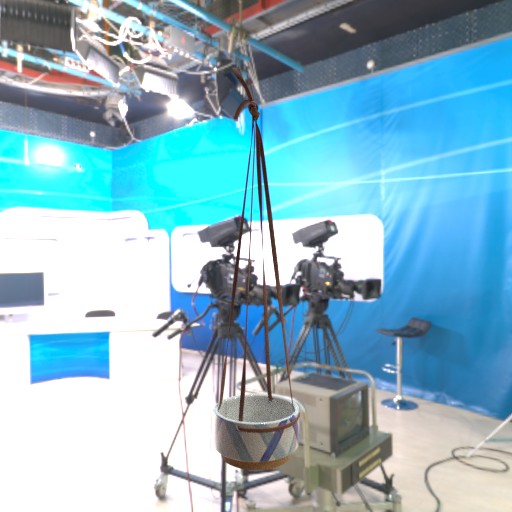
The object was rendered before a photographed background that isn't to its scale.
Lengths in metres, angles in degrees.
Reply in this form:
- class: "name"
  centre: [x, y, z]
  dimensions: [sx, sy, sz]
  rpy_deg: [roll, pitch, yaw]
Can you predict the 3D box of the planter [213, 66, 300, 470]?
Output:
- class: "planter"
  centre: [0.000, 0.000, 0.841]
  dimensions: [0.166, 0.751, 0.166]
  rpy_deg: [0, 1, 1]
